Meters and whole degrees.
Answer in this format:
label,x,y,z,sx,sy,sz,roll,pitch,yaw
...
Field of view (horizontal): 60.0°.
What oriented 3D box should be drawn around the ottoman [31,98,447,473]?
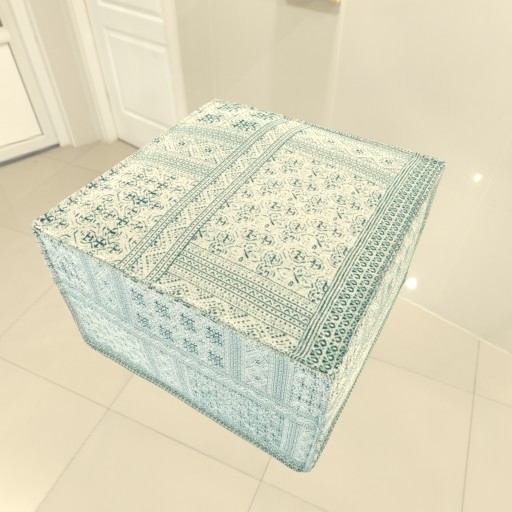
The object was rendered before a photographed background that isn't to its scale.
label,x,y,z,sx,sy,sz,roll,pitch,yaw
ottoman,0.000,0.000,1.018,0.617,0.439,0.626,23,49,21
